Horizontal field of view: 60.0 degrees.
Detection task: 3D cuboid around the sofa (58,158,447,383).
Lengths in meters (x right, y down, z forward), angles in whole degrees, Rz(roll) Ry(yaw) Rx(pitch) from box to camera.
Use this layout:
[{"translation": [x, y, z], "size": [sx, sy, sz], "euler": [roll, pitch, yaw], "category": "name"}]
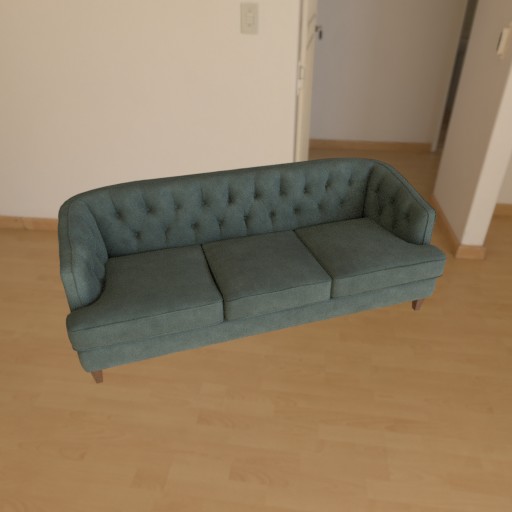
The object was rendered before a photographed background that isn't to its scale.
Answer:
[{"translation": [0.000, 0.000, 2.865], "size": [2.278, 0.855, 0.941], "euler": [-10, 33, -15], "category": "sofa"}]
